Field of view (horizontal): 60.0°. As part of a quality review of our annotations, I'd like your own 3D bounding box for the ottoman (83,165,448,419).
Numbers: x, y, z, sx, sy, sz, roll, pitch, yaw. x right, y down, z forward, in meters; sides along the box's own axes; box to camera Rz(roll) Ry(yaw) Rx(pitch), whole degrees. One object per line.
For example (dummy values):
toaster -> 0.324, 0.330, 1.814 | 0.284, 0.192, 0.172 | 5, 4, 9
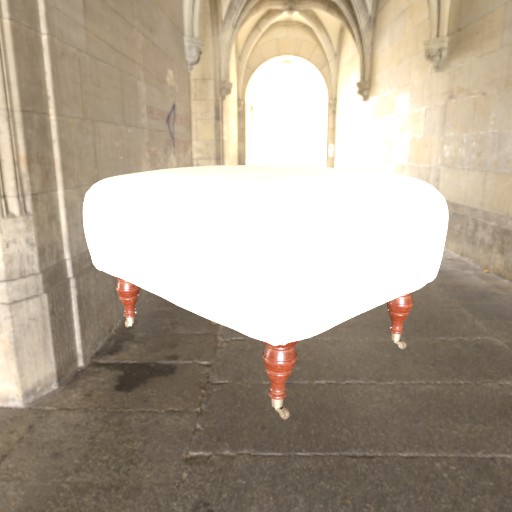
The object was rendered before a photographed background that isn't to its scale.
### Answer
ottoman -> 0.000, 0.000, 1.122 | 0.622, 0.450, 0.747 | -12, 18, -42
